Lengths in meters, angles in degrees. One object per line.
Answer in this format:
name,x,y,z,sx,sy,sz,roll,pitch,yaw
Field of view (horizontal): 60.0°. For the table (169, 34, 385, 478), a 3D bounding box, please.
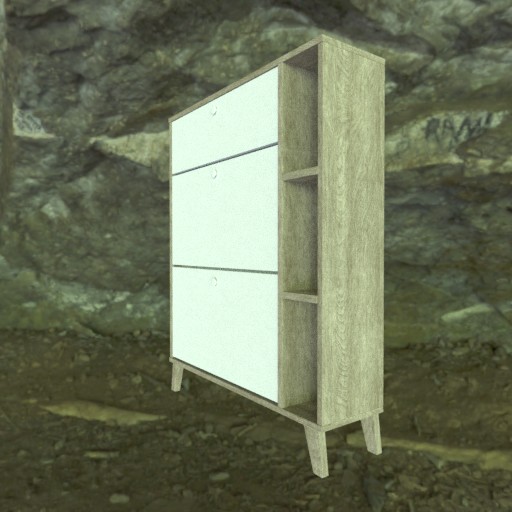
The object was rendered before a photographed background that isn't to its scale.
table,0.000,0.000,1.565,0.256,1.135,0.902,-1,1,-36
